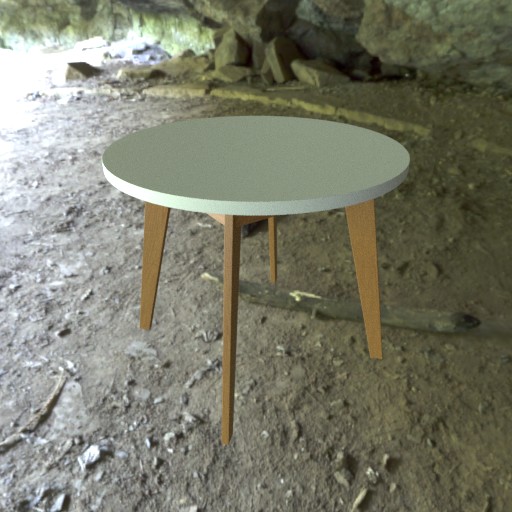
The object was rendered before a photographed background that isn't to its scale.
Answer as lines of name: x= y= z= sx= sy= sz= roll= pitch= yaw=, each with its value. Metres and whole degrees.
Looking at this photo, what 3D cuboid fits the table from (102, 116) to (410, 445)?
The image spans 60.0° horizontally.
table: x=0.000 y=0.000 z=1.530 sx=0.896 sy=0.762 sz=0.896 roll=0 pitch=29 yaw=0
